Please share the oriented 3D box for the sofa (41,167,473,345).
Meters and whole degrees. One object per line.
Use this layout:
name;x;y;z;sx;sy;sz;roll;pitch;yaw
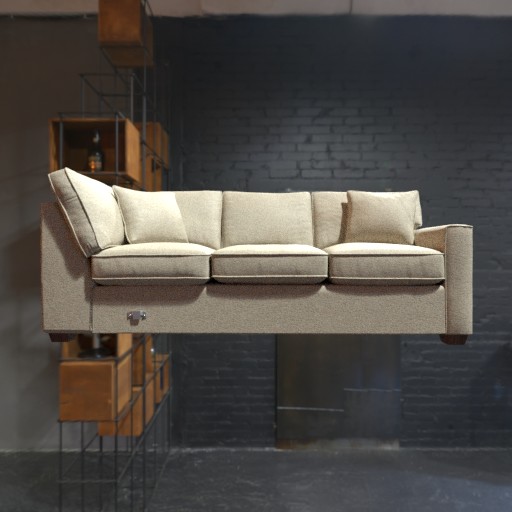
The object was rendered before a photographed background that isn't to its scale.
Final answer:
sofa;0.000;0.000;2.834;2.323;0.948;1.053;0;0;1
